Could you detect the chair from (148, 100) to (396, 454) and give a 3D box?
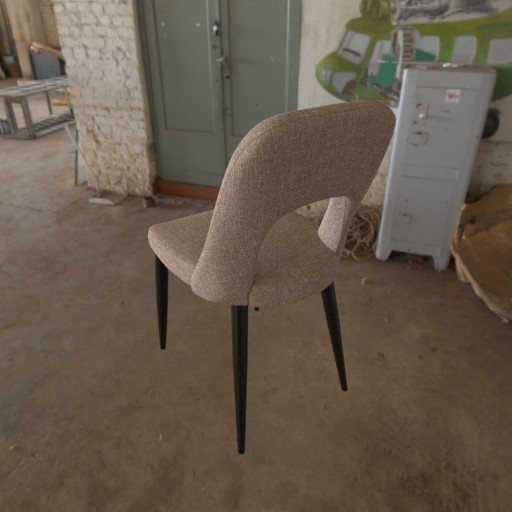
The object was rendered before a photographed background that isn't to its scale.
[{"bbox_3d":[0.000,0.000,1.285,0.470,0.931,0.612,-19,34,-29],"label":"chair"}]
